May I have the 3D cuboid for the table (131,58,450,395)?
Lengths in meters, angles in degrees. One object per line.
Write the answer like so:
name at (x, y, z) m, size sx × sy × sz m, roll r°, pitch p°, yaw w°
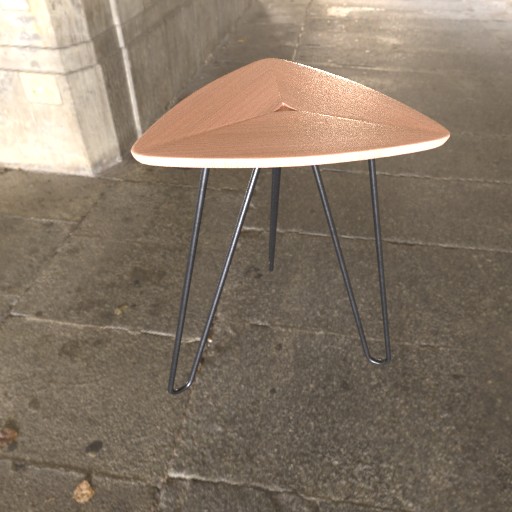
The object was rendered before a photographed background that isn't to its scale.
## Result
table at (0.000, 0.000, 0.859) m, size 0.455 × 0.564 × 0.442 m, roll -25°, pitch 47°, yaw -26°
